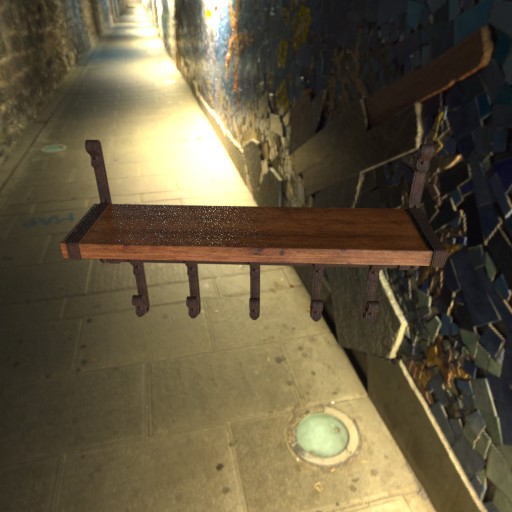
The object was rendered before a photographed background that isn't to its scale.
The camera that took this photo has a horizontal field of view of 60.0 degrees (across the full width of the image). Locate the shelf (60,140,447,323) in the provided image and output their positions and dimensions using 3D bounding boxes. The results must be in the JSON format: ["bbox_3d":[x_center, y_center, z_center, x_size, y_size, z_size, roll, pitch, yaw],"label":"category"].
[{"bbox_3d":[0.000,0.000,0.707,0.567,0.330,0.146,1,31,2],"label":"shelf"}]
